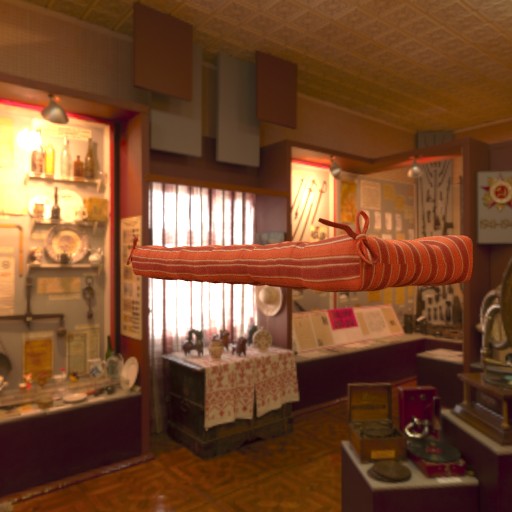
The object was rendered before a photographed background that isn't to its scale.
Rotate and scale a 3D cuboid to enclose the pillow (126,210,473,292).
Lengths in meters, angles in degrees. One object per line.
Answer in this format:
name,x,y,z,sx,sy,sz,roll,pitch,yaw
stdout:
pillow,0.000,0.000,1.391,0.511,0.174,1.194,0,-1,-37
